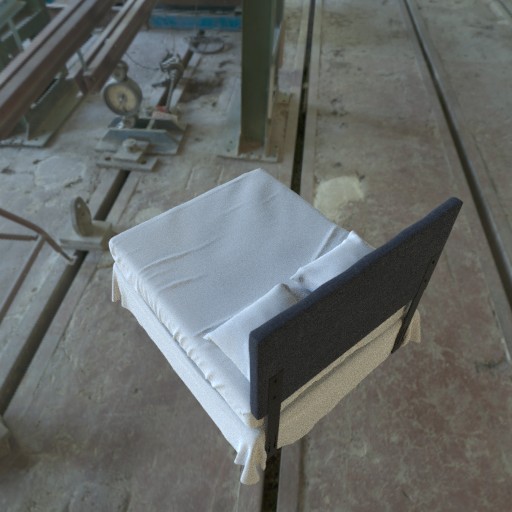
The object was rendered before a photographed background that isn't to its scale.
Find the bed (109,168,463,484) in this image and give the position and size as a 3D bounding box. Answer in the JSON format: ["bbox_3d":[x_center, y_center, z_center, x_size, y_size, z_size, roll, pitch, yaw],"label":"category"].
[{"bbox_3d":[0.000,0.000,3.465,1.936,1.577,2.222,-30,53,-26],"label":"bed"}]
